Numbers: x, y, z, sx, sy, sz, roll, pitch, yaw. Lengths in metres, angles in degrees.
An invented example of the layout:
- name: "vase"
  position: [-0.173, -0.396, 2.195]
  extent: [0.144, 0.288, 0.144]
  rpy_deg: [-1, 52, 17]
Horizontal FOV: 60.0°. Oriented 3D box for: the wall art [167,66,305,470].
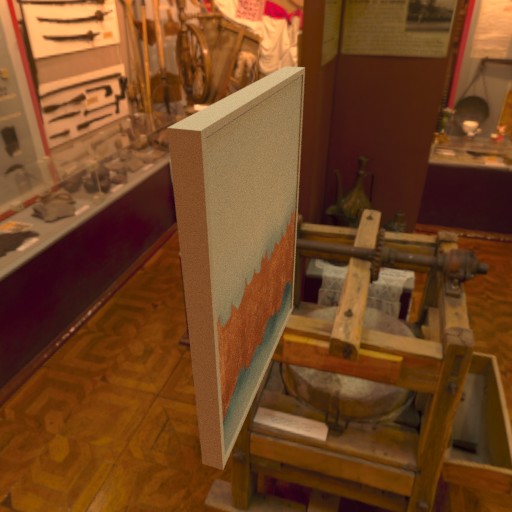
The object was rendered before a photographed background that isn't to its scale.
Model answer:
- name: "wall art"
  position: [0.000, 0.000, 0.772]
  extent: [0.039, 0.553, 0.451]
  rpy_deg: [10, 32, 16]
